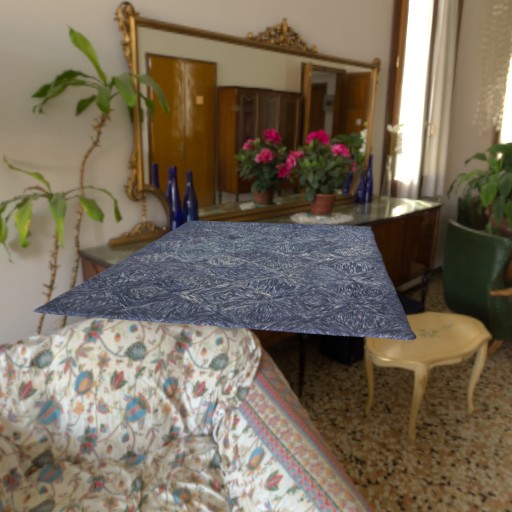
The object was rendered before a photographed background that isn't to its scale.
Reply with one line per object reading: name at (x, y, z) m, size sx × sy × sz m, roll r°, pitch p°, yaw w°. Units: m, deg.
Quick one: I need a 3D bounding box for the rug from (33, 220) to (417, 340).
rug at (0.000, 0.000, 4.205) m, size 2.385 × 0.024 × 3.245 m, roll 3°, pitch 15°, yaw 9°
